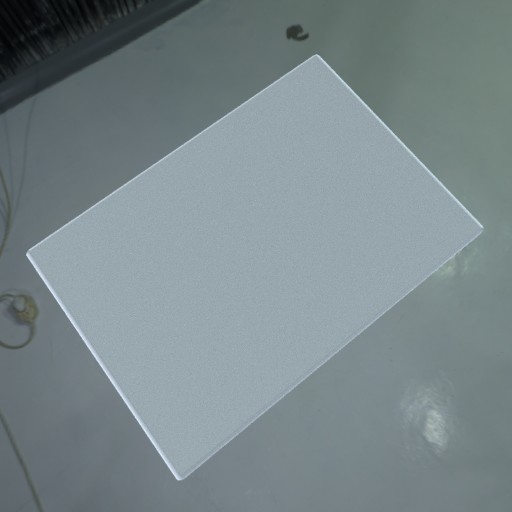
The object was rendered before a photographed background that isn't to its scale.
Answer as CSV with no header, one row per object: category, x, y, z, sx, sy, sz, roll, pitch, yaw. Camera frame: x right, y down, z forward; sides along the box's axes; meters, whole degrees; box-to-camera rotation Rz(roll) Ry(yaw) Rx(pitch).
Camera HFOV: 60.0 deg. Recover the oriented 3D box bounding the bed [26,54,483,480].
bed,0.000,0.000,2.520,1.927,0.616,1.348,-37,78,-9
